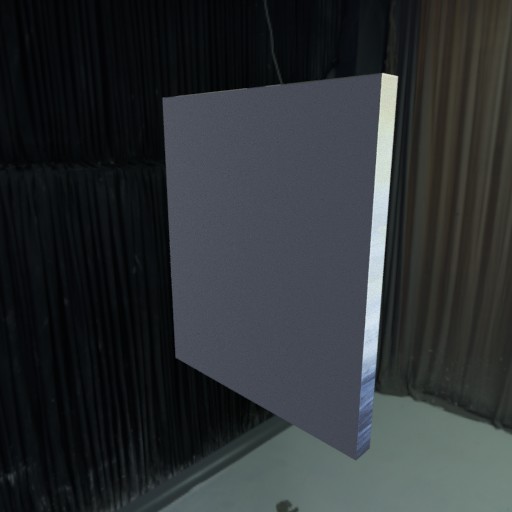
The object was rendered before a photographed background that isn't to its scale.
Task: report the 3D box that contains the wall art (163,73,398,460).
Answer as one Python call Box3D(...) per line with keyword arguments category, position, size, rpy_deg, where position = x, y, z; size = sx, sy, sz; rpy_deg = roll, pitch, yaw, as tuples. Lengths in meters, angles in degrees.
Box3D(category="wall art", position=(0.000, 0.000, 0.722), size=(0.435, 0.511, 0.037), rpy_deg=(14, 20, 43))
